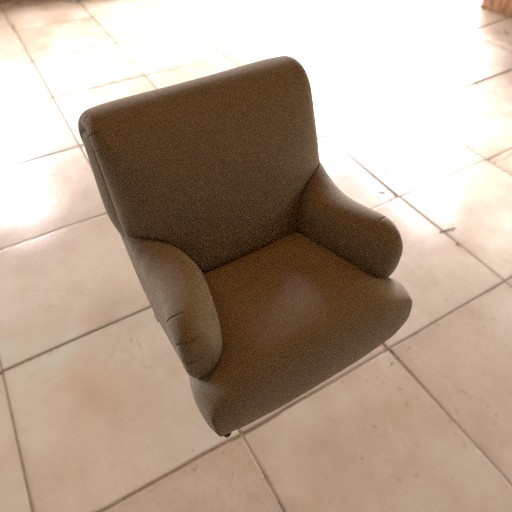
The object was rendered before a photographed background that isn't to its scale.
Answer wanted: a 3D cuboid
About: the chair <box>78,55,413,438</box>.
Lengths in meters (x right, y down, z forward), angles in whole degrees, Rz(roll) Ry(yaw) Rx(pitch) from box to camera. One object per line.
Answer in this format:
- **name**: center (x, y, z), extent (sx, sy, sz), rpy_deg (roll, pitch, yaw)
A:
- **chair**: center (0.000, 0.000, 1.477), extent (0.766, 0.942, 0.842), rpy_deg (-24, 52, -20)
